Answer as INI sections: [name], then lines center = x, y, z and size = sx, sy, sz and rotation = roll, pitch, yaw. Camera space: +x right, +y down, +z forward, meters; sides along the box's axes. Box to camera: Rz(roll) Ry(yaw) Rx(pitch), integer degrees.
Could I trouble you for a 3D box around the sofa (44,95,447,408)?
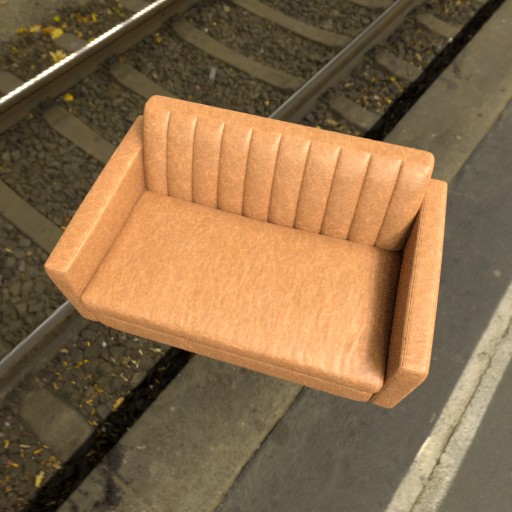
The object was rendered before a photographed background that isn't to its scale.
[sofa]
center = 0.000, 0.000, 2.075
size = 1.549, 0.820, 0.960
rotation = 14, 60, 9
